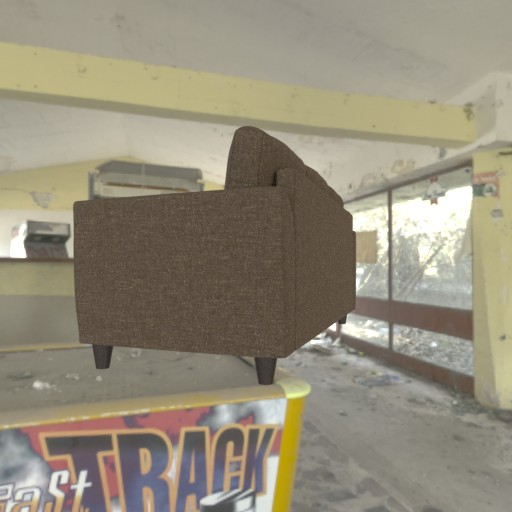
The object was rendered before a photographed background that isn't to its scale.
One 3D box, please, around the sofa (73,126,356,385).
[{"bbox_3d":[0.000,0.000,2.369,0.837,0.891,1.847,-1,-1,20],"label":"sofa"}]
